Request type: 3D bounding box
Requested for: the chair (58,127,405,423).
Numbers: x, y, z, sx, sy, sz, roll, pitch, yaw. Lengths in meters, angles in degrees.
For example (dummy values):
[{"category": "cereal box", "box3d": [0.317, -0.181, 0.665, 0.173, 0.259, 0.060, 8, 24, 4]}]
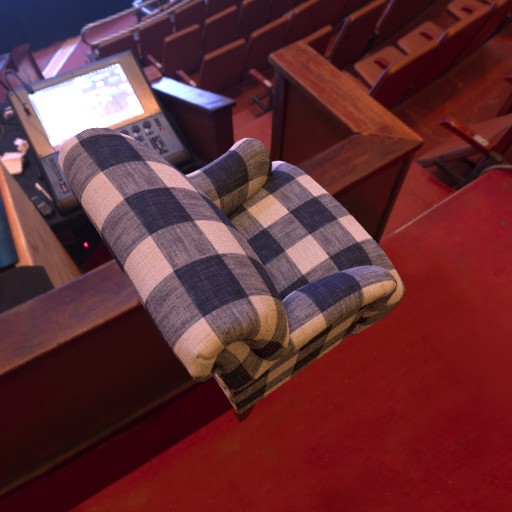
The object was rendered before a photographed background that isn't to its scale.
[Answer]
[{"category": "chair", "box3d": [0.000, 0.000, 1.531, 0.848, 0.953, 0.781, -31, 63, -18]}]
